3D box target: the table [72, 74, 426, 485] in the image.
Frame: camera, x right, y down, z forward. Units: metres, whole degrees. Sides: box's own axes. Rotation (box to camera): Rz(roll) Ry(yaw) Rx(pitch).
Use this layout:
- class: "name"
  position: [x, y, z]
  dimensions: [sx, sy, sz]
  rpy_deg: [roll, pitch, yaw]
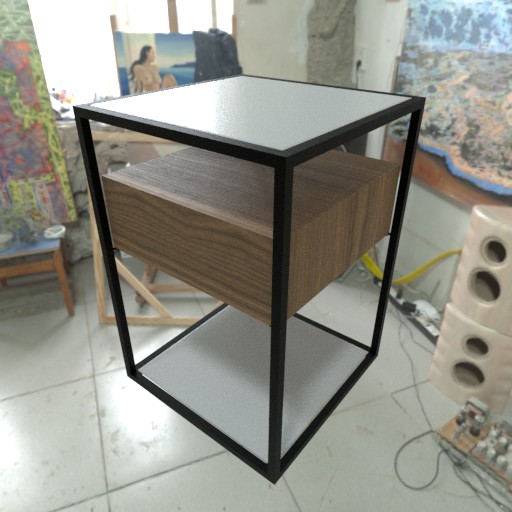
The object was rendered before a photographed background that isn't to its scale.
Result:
- class: "table"
  position: [0.000, 0.000, 0.802]
  dimensions: [0.378, 0.540, 0.378]
  rpy_deg: [22, 37, 32]
